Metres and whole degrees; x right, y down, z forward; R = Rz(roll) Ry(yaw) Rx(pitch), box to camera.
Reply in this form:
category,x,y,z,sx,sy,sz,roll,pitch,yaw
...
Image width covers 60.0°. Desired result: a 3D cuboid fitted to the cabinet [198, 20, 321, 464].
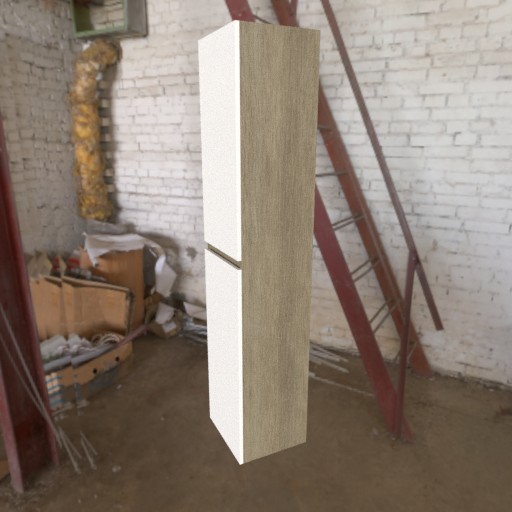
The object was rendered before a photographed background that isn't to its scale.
category,x,y,z,sx,sy,sz,roll,pitch,yaw
cabinet,0.000,0.000,1.544,0.270,1.400,0.300,-7,17,-25
